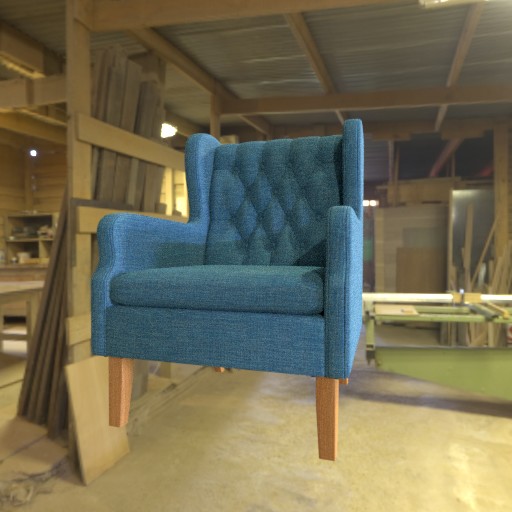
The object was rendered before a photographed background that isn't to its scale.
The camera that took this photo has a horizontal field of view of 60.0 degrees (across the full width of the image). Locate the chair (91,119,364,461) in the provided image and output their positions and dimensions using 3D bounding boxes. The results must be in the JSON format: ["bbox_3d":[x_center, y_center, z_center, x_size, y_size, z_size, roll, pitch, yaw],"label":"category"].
[{"bbox_3d":[0.000,0.000,1.474,0.711,0.952,0.775,0,1,19],"label":"chair"}]
